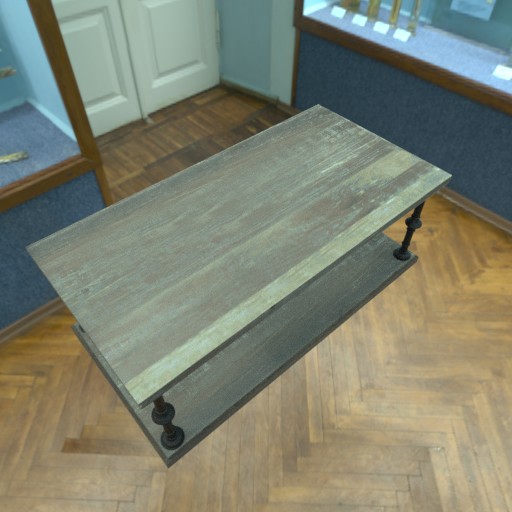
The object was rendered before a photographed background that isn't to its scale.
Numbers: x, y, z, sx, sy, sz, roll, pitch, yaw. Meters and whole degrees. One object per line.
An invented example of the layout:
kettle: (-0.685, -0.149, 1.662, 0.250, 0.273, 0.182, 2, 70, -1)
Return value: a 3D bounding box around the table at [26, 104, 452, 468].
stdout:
table: (0.000, 0.000, 1.386, 1.088, 0.399, 0.554, -33, 56, -26)
